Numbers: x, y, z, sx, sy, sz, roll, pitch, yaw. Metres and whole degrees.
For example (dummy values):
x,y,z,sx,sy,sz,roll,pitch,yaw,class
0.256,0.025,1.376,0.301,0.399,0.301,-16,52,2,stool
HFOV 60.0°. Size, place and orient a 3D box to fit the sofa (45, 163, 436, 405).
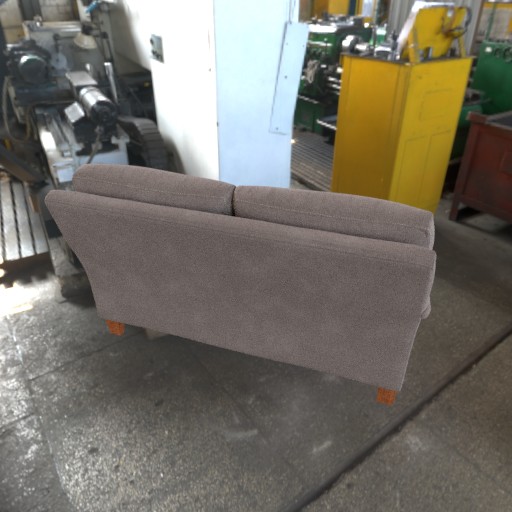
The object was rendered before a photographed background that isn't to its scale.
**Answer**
x,y,z,sx,sy,sz,roll,pitch,yaw,class
0.000,0.000,2.523,1.853,1.101,1.084,10,33,16,sofa
